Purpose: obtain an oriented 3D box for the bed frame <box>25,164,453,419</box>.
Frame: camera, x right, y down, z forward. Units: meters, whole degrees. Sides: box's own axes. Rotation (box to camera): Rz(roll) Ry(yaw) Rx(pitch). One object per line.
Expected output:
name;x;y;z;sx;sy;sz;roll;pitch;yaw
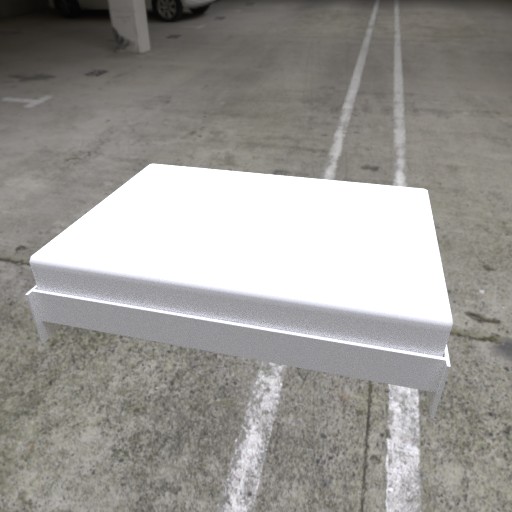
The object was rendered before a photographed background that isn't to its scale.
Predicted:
bed frame;0.000;0.000;2.581;1.945;0.497;1.445;8;33;12
